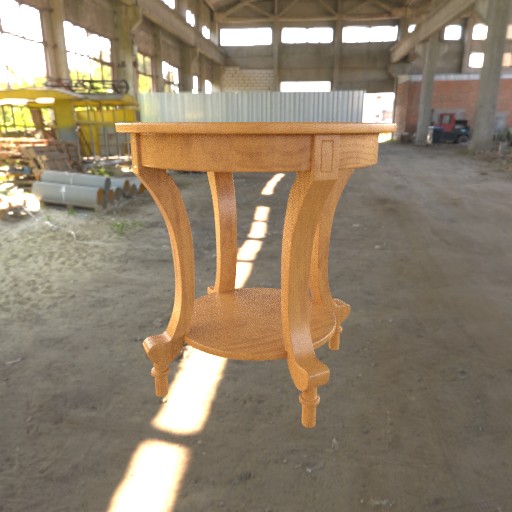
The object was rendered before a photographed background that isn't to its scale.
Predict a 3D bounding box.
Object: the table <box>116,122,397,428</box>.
[{"bbox_3d":[0.000,0.000,1.068,0.597,0.612,0.597,0,16,0],"label":"table"}]
